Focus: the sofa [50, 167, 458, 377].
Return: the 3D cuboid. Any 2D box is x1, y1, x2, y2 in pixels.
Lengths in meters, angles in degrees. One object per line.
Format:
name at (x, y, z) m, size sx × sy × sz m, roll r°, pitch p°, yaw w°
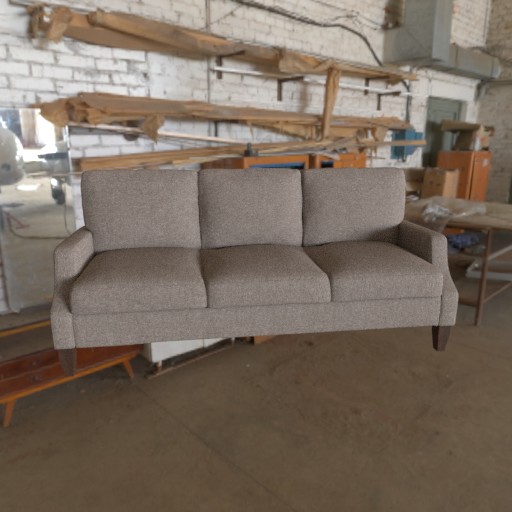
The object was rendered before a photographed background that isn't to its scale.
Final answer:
sofa at (0.000, 0.000, 2.604) m, size 2.115 × 0.984 × 0.888 m, roll -2°, pitch 15°, yaw -8°
